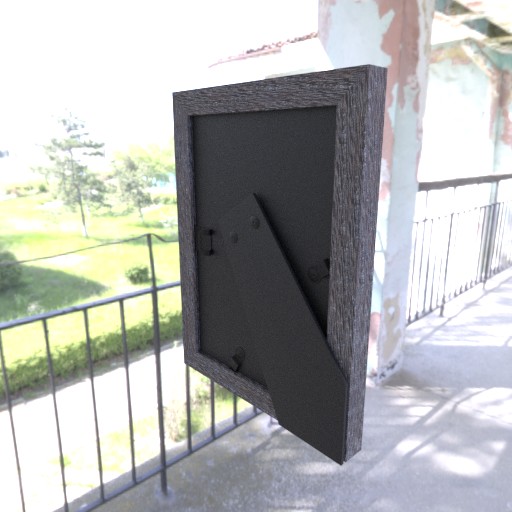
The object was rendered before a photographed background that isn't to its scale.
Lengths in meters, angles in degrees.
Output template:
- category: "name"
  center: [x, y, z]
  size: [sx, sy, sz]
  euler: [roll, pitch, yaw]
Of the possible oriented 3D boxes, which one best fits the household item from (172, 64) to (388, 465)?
- category: "household item"
  center: [0.000, 0.000, 0.285]
  size: [0.020, 0.210, 0.160]
  euler: [-13, 20, -42]
